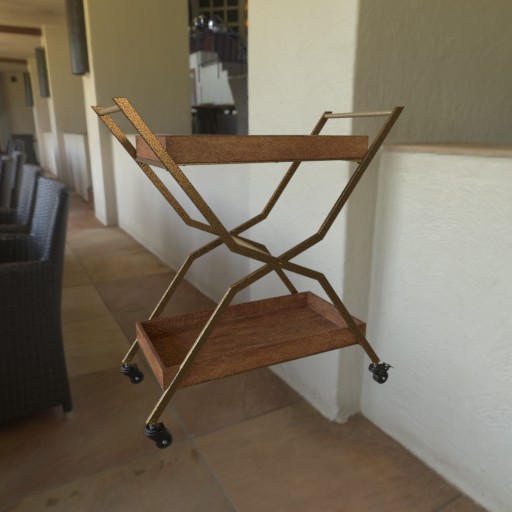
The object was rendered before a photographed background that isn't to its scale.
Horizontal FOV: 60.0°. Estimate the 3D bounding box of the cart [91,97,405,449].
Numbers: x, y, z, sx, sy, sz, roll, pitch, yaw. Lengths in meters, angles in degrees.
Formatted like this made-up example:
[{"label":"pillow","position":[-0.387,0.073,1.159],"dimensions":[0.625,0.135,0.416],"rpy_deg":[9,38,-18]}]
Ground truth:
[{"label":"cart","position":[0.000,0.000,1.358],"dimensions":[0.836,0.869,0.405],"rpy_deg":[-8,17,-25]}]
